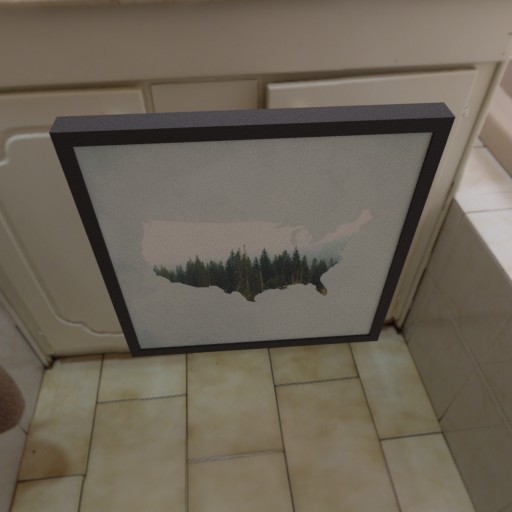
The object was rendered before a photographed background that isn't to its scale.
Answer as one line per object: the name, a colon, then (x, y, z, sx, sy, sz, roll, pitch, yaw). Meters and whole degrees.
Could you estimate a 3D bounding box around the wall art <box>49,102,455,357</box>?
wall art: (0.000, 0.000, 0.749, 0.509, 0.509, 0.040, -3, 46, -3)
